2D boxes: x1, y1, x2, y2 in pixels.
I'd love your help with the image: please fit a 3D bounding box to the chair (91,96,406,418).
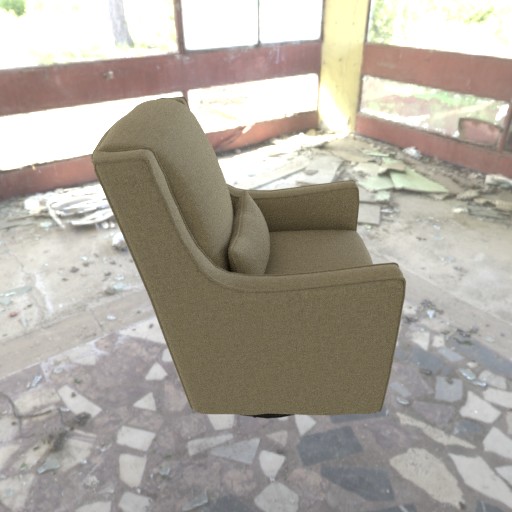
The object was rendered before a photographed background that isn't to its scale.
[{"bbox_3d":[0.000,0.000,1.577,0.879,0.993,0.732,0,31,0],"label":"chair"}]
